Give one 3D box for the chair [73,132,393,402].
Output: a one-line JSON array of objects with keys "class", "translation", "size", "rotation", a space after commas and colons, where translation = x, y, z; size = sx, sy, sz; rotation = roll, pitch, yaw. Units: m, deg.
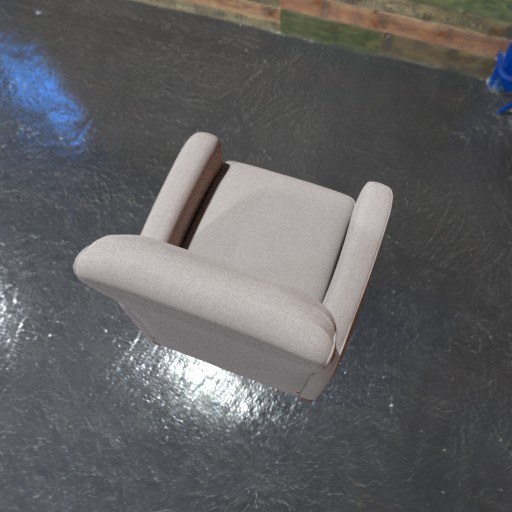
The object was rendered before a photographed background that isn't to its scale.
[{"class": "chair", "translation": [0.000, 0.000, 1.649], "size": [0.845, 1.023, 0.859], "rotation": [18, 65, 9]}]
